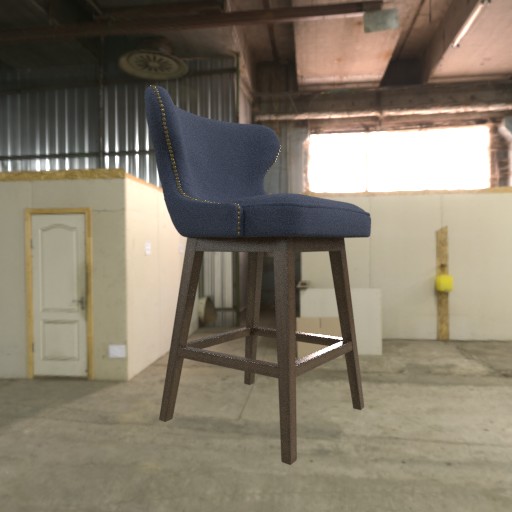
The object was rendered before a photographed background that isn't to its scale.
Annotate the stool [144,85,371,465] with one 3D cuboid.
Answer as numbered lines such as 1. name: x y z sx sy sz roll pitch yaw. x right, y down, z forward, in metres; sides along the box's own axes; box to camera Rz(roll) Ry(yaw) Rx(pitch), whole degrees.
1. stool: 0.000 0.000 1.371 0.597 0.972 0.615 1 2 36
